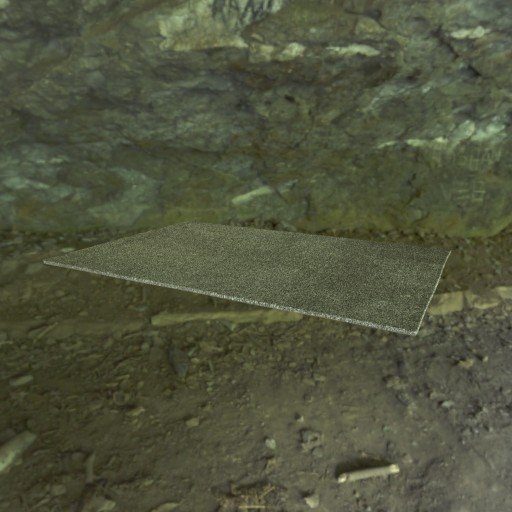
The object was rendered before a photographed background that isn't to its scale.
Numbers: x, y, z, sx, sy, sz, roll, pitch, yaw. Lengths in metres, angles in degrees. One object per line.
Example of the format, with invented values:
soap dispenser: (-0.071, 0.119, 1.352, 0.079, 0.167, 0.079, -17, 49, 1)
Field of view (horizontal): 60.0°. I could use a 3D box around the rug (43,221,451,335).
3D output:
rug: (0.000, 0.000, 3.504, 2.699, 0.026, 1.802, 8, 17, 27)
